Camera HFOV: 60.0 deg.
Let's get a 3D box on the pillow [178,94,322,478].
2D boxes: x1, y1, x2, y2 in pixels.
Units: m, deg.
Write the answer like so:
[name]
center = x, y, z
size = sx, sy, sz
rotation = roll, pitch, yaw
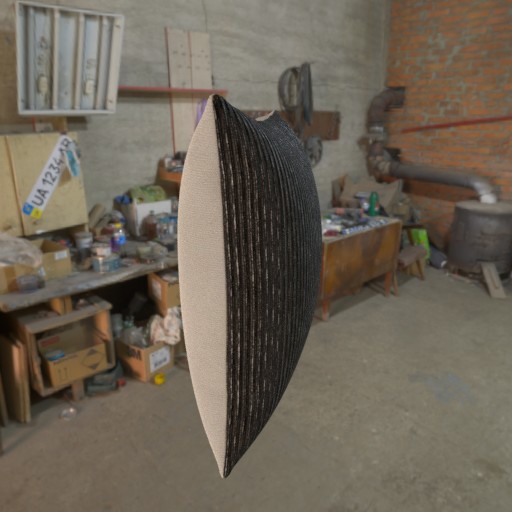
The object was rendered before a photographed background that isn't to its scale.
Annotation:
[pillow]
center = 0.000, 0.000, 0.668
size = 0.196, 0.434, 0.433
rotation = 3, 17, 10
